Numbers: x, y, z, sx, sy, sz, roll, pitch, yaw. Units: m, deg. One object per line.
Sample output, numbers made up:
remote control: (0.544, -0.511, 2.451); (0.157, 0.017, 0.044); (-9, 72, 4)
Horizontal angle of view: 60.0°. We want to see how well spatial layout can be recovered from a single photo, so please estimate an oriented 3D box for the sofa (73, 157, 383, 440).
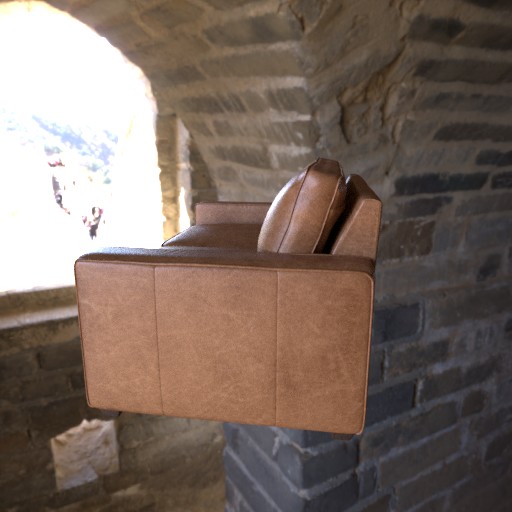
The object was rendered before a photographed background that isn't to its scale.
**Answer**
sofa: (0.000, 0.000, 2.125); (1.020, 0.896, 1.532); (2, 14, 9)
